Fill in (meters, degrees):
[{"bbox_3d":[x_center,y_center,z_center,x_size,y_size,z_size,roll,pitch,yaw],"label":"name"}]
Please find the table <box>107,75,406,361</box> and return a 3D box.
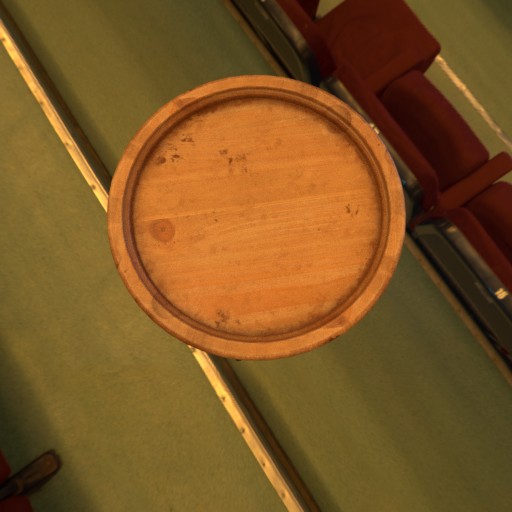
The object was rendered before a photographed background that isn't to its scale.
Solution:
[{"bbox_3d":[0.000,0.000,0.927,0.414,0.664,0.418,-33,79,-7],"label":"table"}]
